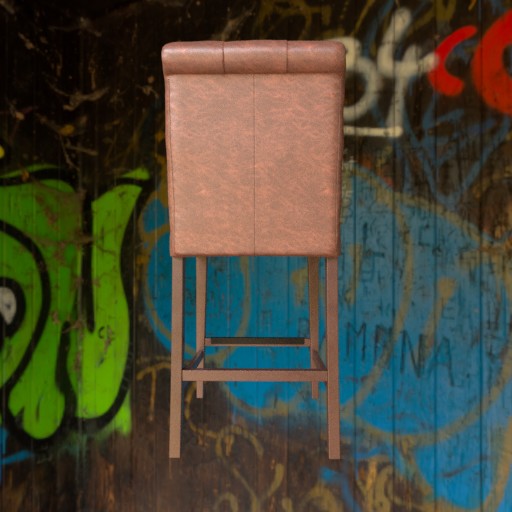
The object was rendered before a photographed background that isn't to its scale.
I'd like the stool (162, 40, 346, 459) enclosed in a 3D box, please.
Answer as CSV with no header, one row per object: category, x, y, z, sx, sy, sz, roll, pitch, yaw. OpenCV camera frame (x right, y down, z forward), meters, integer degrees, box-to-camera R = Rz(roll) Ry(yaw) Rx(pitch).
stool,0.000,0.000,1.409,0.486,1.084,0.660,0,0,1
